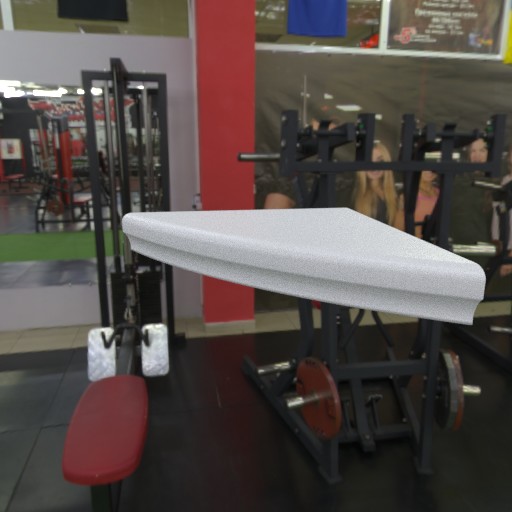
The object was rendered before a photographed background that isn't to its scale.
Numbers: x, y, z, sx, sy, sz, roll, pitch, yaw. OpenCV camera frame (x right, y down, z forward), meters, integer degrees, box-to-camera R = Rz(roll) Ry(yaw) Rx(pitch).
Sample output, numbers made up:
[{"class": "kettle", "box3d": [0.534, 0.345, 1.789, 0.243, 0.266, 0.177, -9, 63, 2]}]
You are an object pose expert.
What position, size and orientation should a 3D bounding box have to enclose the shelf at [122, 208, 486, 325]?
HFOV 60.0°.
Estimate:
[{"class": "shelf", "box3d": [0.000, 0.000, 0.463, 0.310, 0.050, 0.310, -2, 15, -8]}]
